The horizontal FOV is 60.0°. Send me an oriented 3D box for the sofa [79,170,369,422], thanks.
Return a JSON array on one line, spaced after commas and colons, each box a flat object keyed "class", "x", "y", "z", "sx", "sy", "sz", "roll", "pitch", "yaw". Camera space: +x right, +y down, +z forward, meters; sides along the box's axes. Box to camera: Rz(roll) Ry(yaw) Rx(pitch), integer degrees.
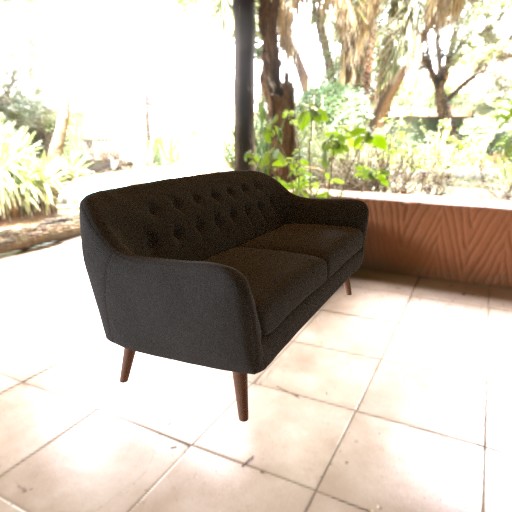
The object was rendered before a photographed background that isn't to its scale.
[{"class": "sofa", "x": 0.000, "y": 0.000, "z": 2.352, "sx": 0.820, "sy": 0.820, "sz": 1.840, "roll": 7, "pitch": 17, "yaw": 25}]
